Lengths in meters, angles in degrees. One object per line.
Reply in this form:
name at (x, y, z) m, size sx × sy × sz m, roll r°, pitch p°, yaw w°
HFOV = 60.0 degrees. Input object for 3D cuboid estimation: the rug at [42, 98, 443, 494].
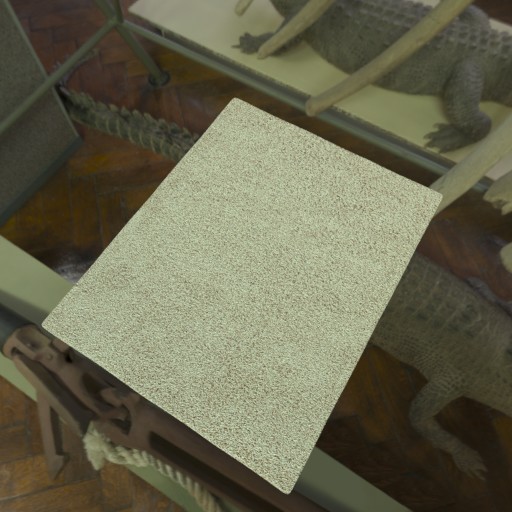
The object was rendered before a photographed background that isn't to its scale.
rug at (0.000, 0.000, 4.058) m, size 2.438 × 0.029 × 3.047 m, roll 29°, pitch 68°, yaw 13°
